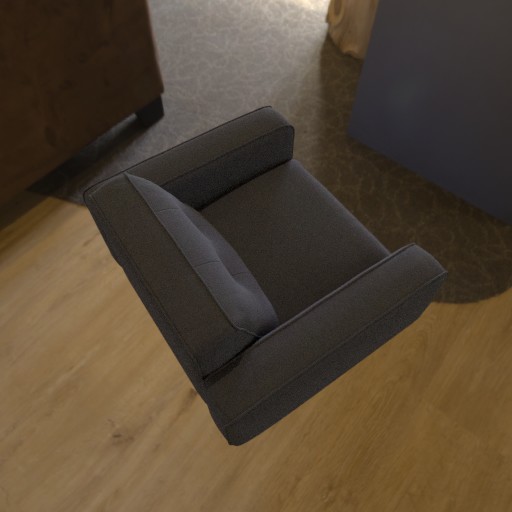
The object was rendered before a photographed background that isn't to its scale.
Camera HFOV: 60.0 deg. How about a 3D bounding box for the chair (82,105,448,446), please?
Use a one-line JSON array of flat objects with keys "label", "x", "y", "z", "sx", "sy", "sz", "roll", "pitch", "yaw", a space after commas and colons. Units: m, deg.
[{"label": "chair", "x": 0.000, "y": 0.000, "z": 1.807, "sx": 0.953, "sy": 0.783, "sz": 1.118, "roll": -30, "pitch": 63, "yaw": -18}]
